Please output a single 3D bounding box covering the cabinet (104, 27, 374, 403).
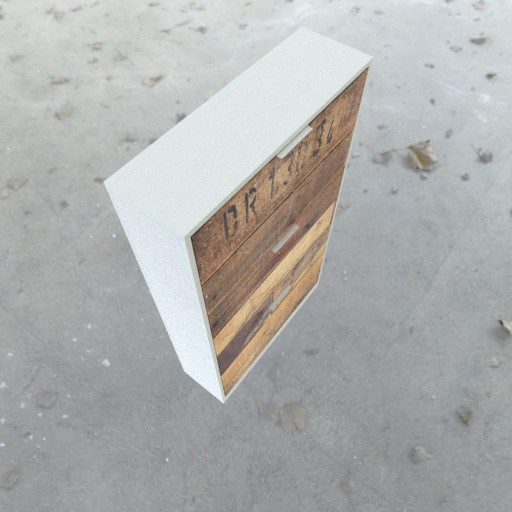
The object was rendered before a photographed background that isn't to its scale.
[{"bbox_3d":[0.000,0.000,1.611,0.250,1.280,0.750,33,63,19],"label":"cabinet"}]
